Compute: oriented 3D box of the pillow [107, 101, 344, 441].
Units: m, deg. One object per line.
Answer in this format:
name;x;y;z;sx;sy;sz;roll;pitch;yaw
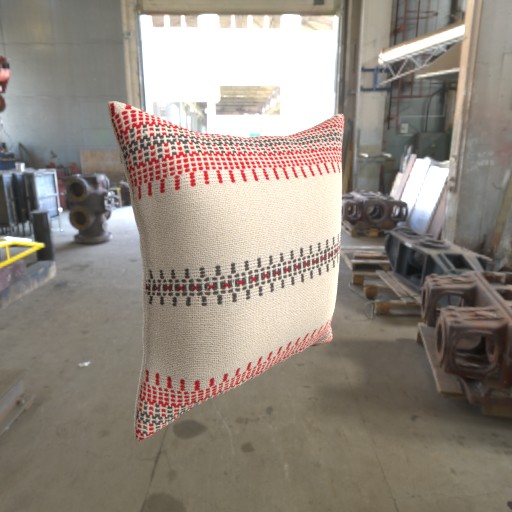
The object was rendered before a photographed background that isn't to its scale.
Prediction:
pillow;0.000;0.000;0.717;0.463;0.454;0.160;-14;21;-43
